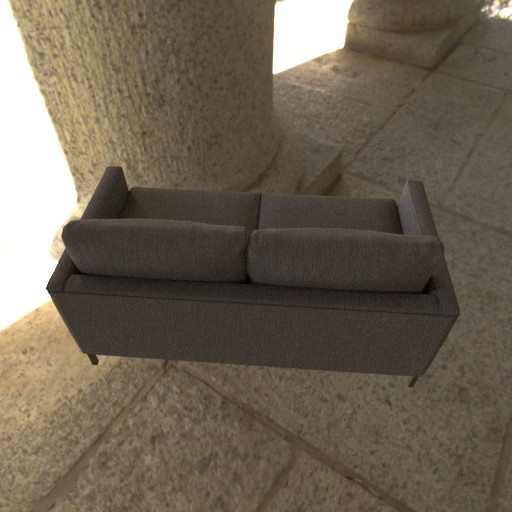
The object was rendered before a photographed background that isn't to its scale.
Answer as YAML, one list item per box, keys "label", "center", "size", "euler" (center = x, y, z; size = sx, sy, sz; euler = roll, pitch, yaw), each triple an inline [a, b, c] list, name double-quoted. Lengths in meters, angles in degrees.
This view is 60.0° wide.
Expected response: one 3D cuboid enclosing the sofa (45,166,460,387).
- label: "sofa"
  center: [0.000, 0.000, 2.186]
  size: [1.682, 0.840, 0.875]
  euler: [3, 47, 3]
